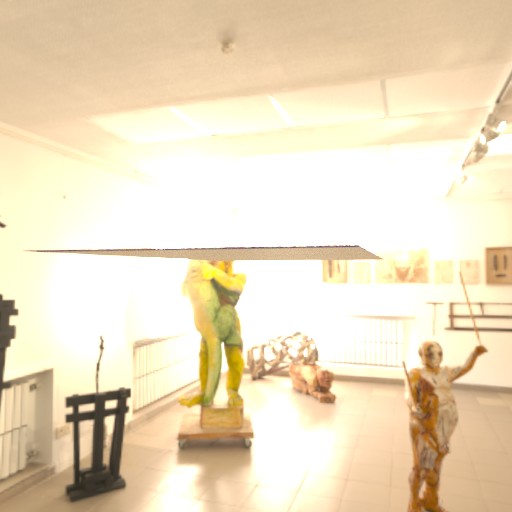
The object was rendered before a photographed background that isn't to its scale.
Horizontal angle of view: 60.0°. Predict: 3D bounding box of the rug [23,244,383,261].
[{"bbox_3d":[0.000,0.000,2.916,1.539,0.013,2.350,-1,-2,18],"label":"rug"}]
